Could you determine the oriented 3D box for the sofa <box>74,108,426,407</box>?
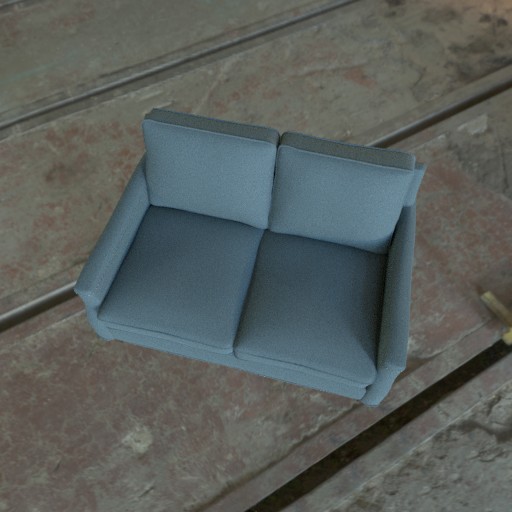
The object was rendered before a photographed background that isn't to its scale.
[{"bbox_3d":[0.000,0.000,2.361,1.597,1.003,1.084,12,61,7],"label":"sofa"}]
